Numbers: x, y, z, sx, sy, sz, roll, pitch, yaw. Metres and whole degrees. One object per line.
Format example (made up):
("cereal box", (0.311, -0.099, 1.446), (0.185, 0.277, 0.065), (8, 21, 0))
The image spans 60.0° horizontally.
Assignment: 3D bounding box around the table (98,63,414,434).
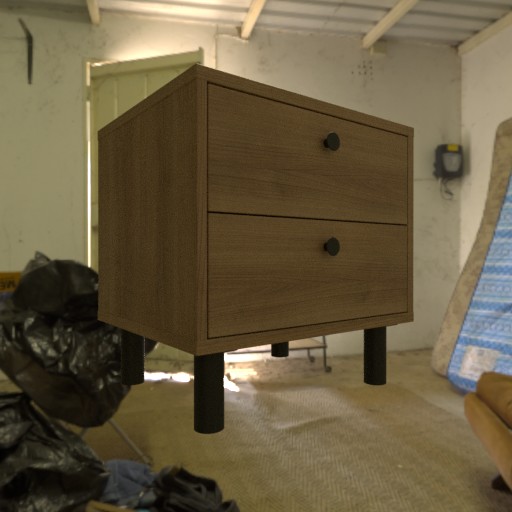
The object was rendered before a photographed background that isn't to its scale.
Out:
("table", (0.000, 0.000, 0.801), (0.445, 0.460, 0.380), (0, 0, -37))
